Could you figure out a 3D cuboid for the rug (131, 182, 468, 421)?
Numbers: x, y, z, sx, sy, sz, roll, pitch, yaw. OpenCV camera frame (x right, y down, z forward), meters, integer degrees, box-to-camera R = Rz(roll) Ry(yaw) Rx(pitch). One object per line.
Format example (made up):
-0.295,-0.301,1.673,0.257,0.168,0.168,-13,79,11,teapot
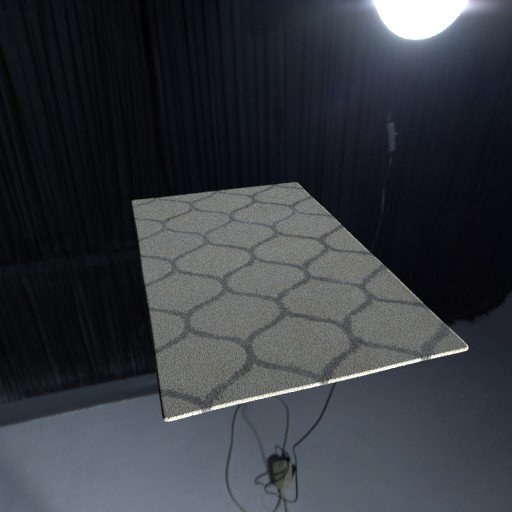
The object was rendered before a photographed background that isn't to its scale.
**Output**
0.000,0.000,2.966,1.501,0.024,2.348,-9,32,-14,rug
